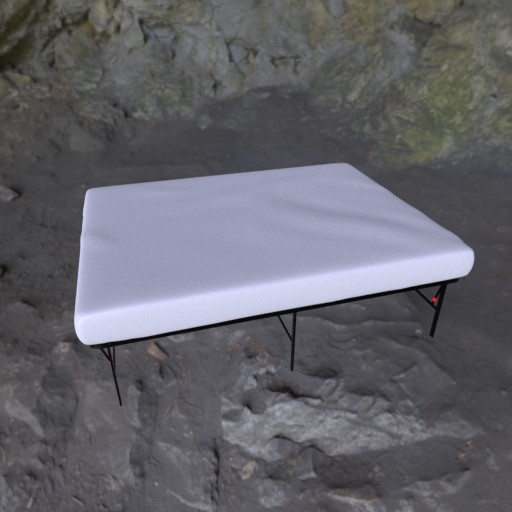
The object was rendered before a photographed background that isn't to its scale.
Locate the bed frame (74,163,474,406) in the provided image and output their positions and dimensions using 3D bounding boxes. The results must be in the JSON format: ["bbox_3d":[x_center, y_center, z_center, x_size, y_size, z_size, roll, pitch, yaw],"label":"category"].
[{"bbox_3d":[0.000,0.000,2.944,2.151,0.667,1.584,-9,32,-14],"label":"bed frame"}]
